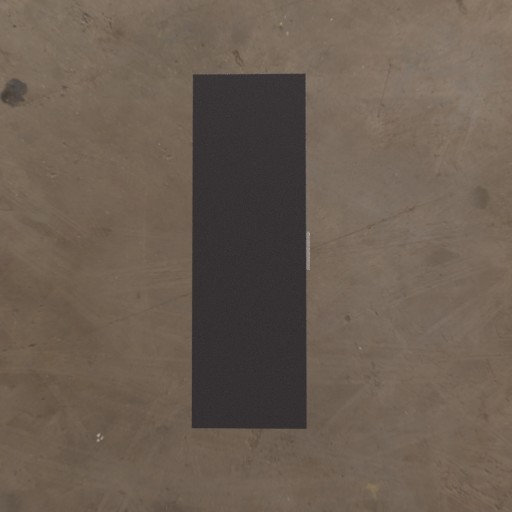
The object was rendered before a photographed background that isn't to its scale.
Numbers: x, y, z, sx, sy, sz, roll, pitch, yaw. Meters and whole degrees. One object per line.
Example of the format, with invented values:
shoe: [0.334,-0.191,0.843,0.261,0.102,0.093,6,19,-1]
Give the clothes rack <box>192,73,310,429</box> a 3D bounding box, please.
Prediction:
clothes rack: [0.000,0.000,1.575,0.250,1.280,0.750,0,89,1]
